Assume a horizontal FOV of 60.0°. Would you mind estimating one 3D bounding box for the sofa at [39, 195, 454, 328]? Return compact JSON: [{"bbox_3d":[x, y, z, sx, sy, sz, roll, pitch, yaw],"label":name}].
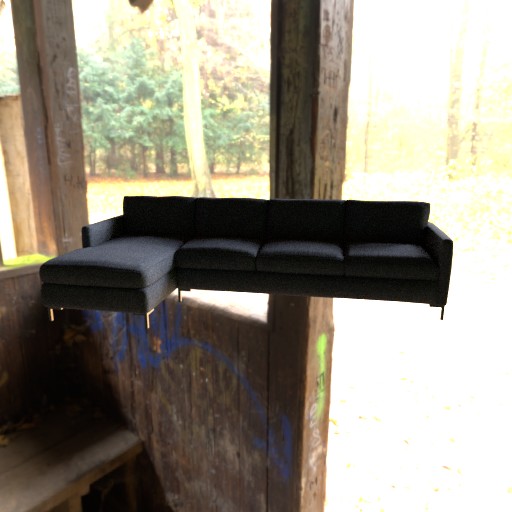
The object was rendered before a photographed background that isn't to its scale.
[{"bbox_3d":[0.000,0.000,3.513,2.932,0.810,1.350,3,14,10],"label":"sofa"}]
